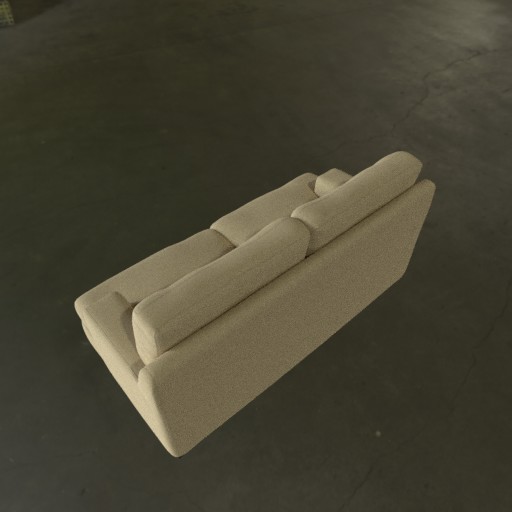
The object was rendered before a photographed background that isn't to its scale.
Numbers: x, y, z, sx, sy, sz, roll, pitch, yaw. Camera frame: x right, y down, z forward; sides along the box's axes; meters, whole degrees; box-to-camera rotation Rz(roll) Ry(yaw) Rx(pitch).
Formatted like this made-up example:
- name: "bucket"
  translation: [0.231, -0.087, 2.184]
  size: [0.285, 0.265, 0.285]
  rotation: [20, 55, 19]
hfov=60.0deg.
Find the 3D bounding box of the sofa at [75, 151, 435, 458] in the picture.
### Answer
- name: "sofa"
  translation: [0.000, 0.000, 2.504]
  size: [1.885, 0.967, 0.962]
  rotation: [-32, 53, -28]
